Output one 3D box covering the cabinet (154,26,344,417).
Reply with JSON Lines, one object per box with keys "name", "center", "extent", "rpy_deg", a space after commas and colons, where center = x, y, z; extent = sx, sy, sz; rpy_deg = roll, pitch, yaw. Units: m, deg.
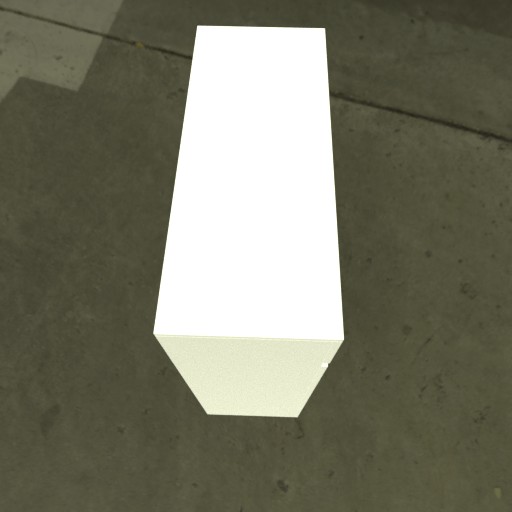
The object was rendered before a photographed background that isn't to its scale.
{"name": "cabinet", "center": [0.000, 0.000, 1.687], "extent": [0.400, 1.190, 1.000], "rpy_deg": [2, 63, 1]}
